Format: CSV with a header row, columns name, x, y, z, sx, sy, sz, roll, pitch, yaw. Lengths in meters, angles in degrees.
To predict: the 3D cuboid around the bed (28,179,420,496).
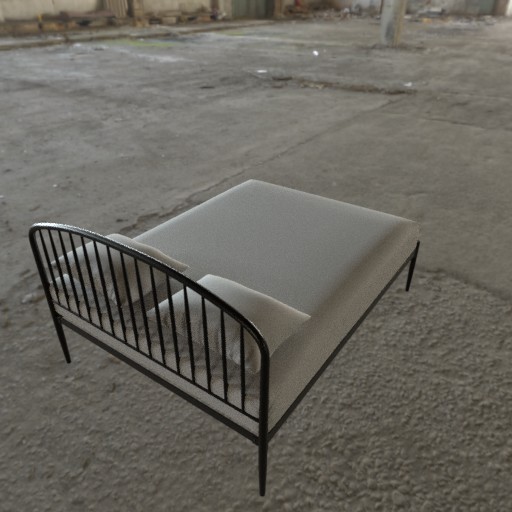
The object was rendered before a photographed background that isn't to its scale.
name,x,y,z,sx,sy,sz,roll,pitch,yaw
bed,0.000,0.000,3.024,1.618,1.166,2.159,20,36,30
